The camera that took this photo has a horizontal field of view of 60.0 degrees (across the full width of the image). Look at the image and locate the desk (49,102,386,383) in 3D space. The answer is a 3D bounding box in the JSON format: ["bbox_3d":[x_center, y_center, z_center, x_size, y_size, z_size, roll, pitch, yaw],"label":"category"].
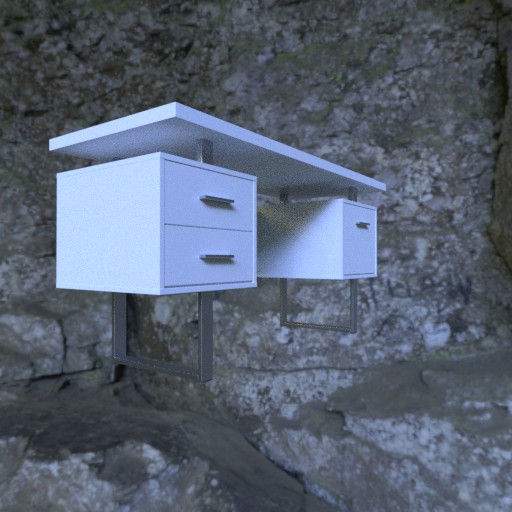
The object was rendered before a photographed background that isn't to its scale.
[{"bbox_3d":[0.000,0.000,1.921,0.603,0.773,1.530,0,-1,36],"label":"desk"}]
